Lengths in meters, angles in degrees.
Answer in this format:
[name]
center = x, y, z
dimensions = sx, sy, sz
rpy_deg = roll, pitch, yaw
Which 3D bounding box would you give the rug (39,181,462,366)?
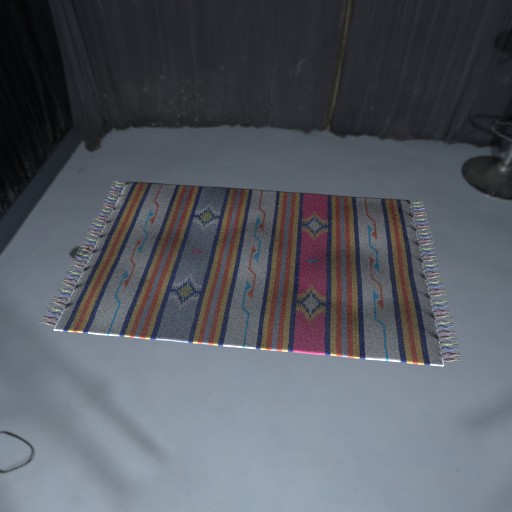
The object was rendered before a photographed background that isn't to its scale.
[rug]
center = 0.000, 0.000, 2.268
dimensions = 1.849, 0.013, 1.084
rpy_deg = 4, 47, 4
